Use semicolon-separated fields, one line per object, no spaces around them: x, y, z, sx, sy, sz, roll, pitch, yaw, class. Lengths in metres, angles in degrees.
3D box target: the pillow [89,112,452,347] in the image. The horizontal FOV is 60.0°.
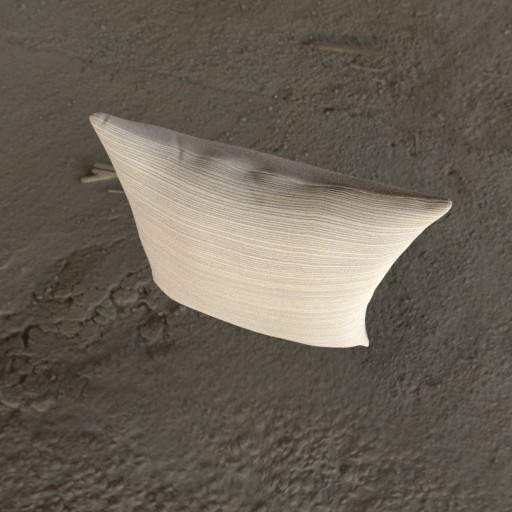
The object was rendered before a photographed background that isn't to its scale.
0.000;0.000;0.797;0.512;0.497;0.204;16;59;10;pillow
